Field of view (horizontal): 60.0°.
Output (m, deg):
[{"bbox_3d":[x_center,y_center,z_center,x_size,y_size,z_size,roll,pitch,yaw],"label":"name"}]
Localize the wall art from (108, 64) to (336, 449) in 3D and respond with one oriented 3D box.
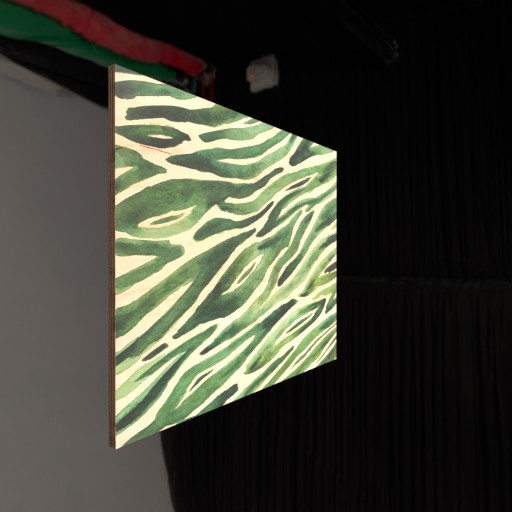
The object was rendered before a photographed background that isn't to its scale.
[{"bbox_3d":[0.000,0.000,0.675,0.012,0.408,0.508,0,0,37],"label":"wall art"}]
